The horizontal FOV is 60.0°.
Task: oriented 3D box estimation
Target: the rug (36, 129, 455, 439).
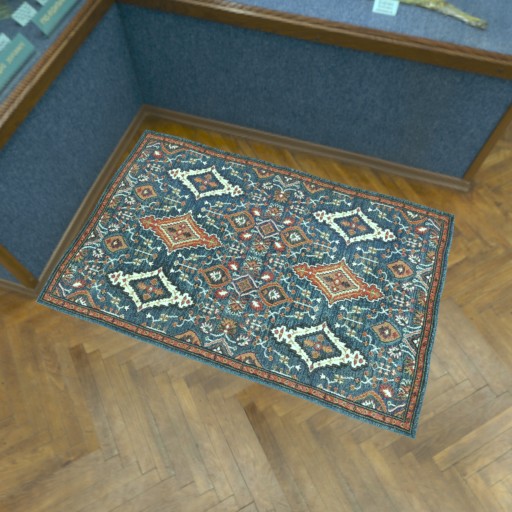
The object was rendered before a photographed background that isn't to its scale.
[{"bbox_3d":[0.000,0.000,2.252,1.847,0.014,1.195,18,63,9],"label":"rug"}]
